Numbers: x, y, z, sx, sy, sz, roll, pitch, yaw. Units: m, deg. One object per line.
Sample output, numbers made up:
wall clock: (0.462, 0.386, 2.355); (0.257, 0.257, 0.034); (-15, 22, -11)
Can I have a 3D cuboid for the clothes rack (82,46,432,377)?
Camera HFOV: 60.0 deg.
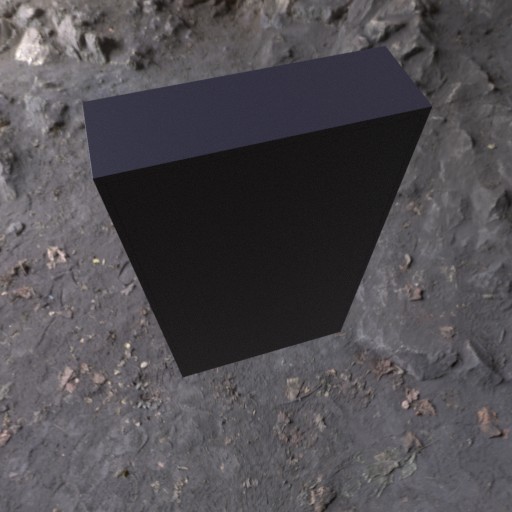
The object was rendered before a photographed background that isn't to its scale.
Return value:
clothes rack: (0.000, 0.000, 1.537); (0.750, 1.280, 0.250); (-14, 59, -9)
